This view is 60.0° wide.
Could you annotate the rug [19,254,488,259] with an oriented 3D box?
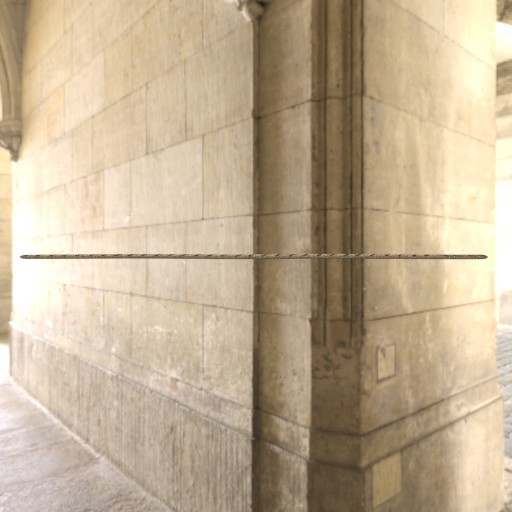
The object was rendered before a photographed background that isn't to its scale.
[{"bbox_3d":[0.000,0.000,3.210,2.449,0.028,1.829,0,0,2],"label":"rug"}]
